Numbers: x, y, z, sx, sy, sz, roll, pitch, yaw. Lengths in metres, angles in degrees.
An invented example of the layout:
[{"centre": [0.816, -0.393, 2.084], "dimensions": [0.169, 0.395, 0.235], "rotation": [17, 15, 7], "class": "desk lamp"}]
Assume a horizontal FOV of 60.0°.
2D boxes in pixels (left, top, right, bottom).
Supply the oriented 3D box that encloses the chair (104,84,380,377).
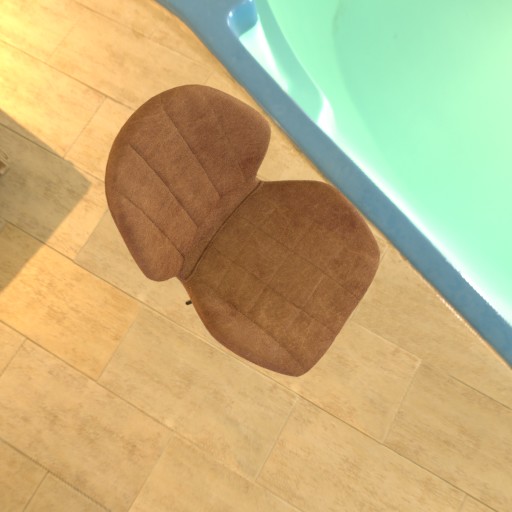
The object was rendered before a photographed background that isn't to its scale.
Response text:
[{"centre": [0.000, 0.000, 1.304], "dimensions": [0.640, 0.929, 0.527], "rotation": [35, 79, 8], "class": "chair"}]
